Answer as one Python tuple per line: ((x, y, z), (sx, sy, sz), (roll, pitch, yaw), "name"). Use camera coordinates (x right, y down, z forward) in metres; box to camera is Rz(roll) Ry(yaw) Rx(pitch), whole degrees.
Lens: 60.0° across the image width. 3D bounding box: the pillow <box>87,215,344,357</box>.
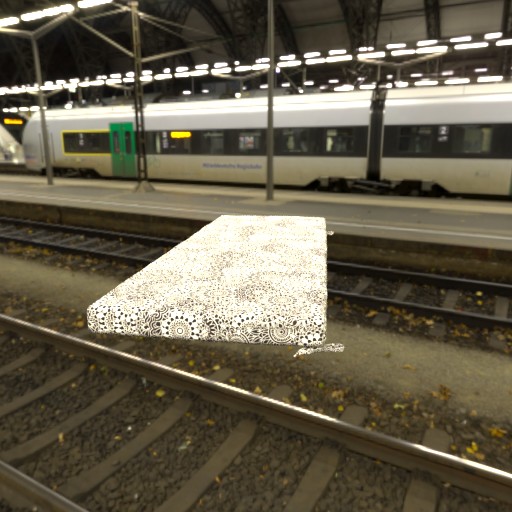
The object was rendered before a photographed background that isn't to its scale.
((0.000, 0.000, 1.358), (0.492, 0.081, 1.187), (2, 14, 8), "pillow")
